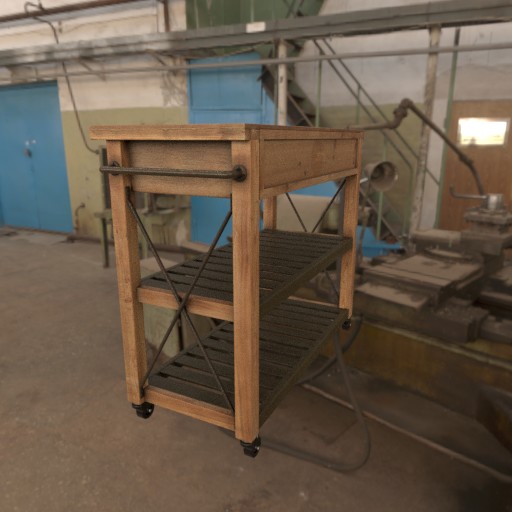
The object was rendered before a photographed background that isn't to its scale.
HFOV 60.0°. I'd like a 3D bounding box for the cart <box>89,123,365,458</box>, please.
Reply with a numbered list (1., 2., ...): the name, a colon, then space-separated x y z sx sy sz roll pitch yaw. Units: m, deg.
1. cart: 0.000 0.000 1.001 0.298 0.554 0.686 8 17 26
